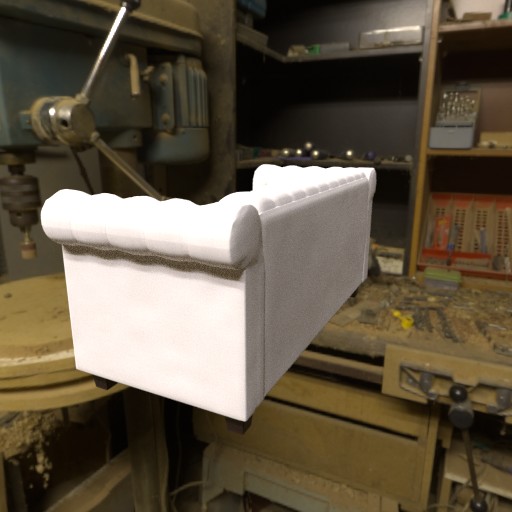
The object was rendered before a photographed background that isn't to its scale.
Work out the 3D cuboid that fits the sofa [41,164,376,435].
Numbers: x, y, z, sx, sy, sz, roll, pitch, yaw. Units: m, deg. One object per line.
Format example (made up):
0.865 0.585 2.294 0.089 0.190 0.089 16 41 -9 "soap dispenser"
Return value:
0.000 0.000 2.184 0.771 0.796 1.798 7 17 26 "sofa"
